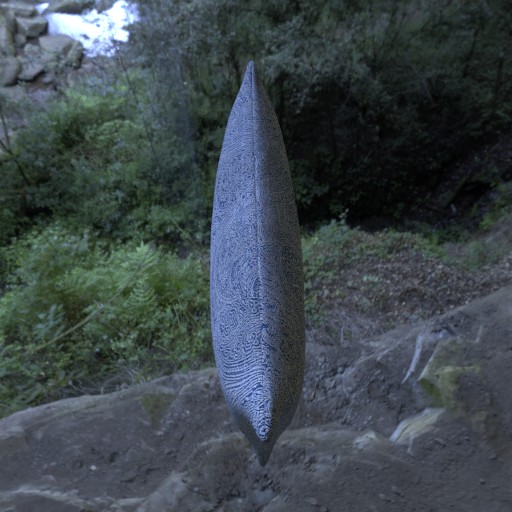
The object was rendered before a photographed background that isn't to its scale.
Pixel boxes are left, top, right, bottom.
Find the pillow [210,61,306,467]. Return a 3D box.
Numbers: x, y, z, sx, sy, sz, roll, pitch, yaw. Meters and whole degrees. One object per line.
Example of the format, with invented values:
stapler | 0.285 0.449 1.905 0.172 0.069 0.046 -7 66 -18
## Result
pillow | 0.000 0.000 0.732 0.151 0.295 0.615 -1 59 -1
